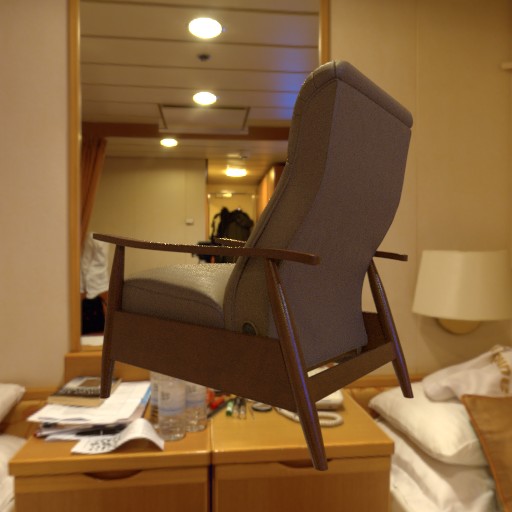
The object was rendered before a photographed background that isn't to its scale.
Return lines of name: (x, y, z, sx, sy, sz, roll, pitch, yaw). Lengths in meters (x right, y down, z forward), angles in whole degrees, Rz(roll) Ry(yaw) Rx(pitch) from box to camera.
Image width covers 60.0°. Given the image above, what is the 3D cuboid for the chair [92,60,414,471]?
chair: (0.000, 0.000, 1.701, 1.014, 1.082, 0.762, 0, 0, 37)
